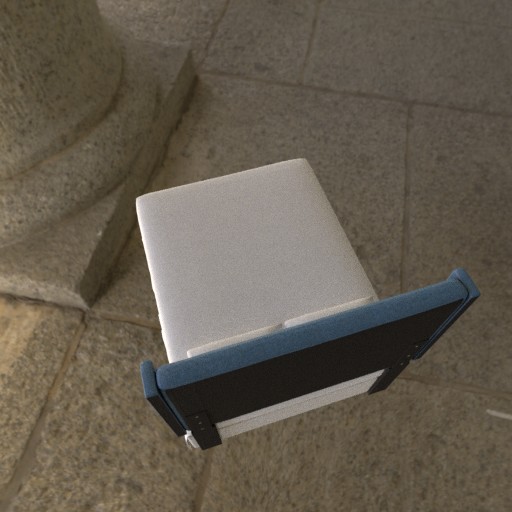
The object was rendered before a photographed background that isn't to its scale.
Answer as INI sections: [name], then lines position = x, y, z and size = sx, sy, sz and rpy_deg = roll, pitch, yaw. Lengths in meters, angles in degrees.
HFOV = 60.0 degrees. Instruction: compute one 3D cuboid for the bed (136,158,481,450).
[bed]
position = 0.000, 0.000, 3.287
size = 1.719, 1.665, 2.078
rpy_deg = -15, 59, -9
